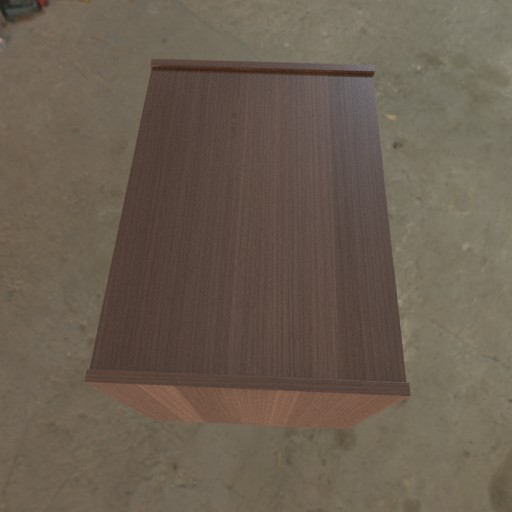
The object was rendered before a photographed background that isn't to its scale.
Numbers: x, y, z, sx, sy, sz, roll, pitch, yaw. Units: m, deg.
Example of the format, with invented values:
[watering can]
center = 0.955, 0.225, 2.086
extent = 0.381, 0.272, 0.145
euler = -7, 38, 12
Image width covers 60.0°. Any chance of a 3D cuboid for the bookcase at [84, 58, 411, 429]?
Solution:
[bookcase]
center = 0.000, 0.000, 0.622
extent = 0.290, 0.305, 0.415
euler = 2, 64, 1
